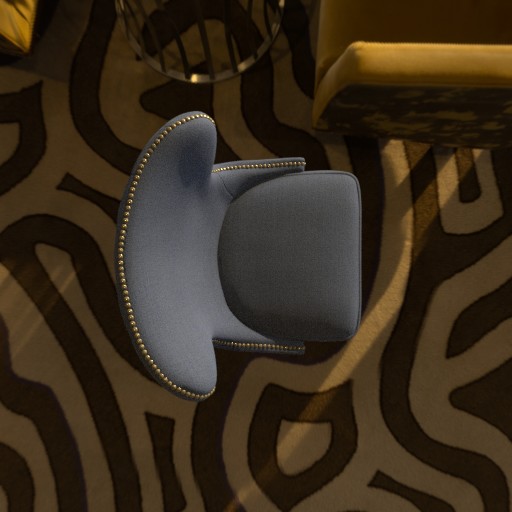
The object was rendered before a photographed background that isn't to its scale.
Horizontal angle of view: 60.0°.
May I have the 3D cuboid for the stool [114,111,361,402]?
[{"bbox_3d":[0.000,0.000,1.369,0.597,0.972,0.615,0,90,-1],"label":"stool"}]
